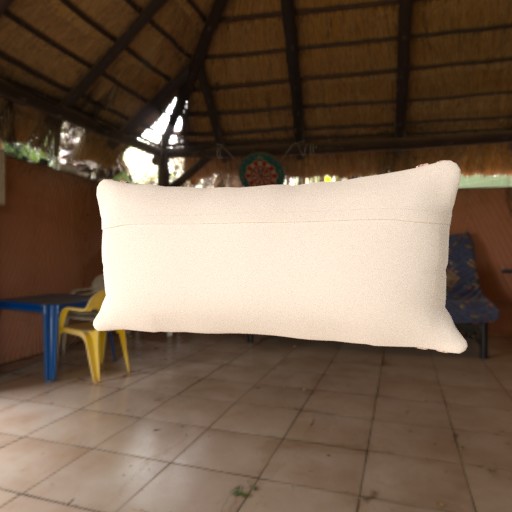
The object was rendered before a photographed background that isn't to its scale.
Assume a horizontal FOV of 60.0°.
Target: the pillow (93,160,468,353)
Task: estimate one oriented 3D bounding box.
[{"bbox_3d":[0.000,0.000,0.726,0.635,0.282,0.139,0,1,17],"label":"pillow"}]
